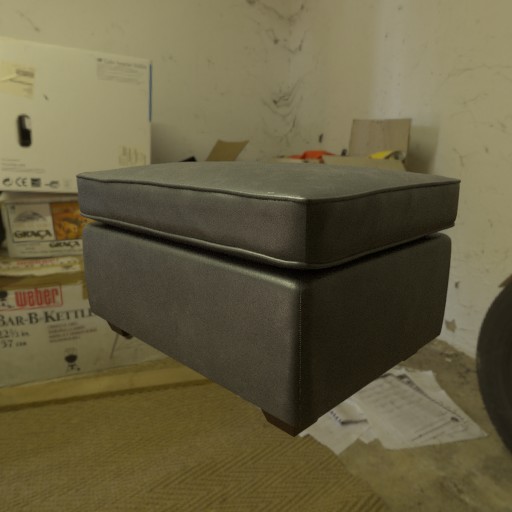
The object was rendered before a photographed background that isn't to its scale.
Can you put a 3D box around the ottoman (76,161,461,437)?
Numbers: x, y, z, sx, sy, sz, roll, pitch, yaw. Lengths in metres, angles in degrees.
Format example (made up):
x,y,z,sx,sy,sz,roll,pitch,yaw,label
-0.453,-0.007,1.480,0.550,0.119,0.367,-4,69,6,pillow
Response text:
x,y,z,sx,sy,sz,roll,pitch,yaw,label
0.000,0.000,1.073,0.554,0.445,0.756,-13,19,-43,ottoman
